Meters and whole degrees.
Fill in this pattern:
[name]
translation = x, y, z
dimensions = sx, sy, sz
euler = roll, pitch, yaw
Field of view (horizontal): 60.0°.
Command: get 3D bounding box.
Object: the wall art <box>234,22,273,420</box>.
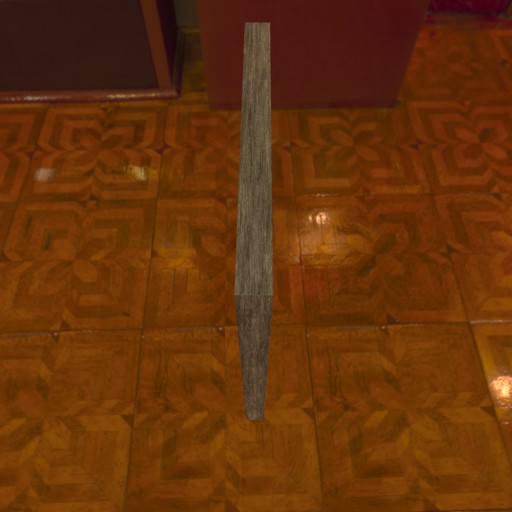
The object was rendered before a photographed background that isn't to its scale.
[wall art]
translation = 0.000, 0.000, 1.356
dimensions = 0.063, 1.016, 0.762
euler = 0, 59, 0
